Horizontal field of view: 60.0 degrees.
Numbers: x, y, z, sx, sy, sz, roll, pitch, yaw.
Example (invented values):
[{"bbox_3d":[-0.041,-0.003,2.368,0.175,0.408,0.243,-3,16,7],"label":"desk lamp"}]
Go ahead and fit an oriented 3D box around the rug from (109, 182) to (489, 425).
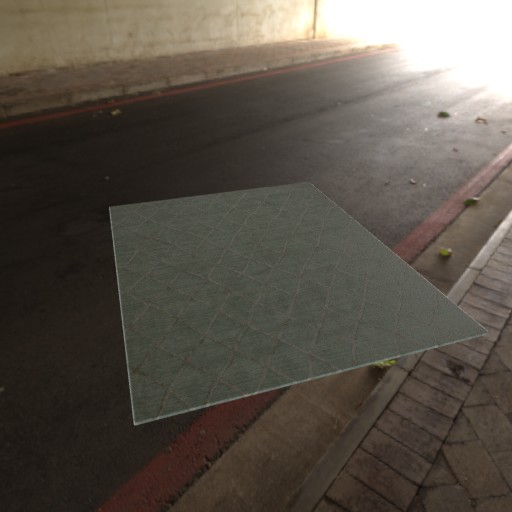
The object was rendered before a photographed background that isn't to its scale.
[{"bbox_3d":[0.000,0.000,4.002,2.420,0.019,3.039,-10,32,-16],"label":"rug"}]
